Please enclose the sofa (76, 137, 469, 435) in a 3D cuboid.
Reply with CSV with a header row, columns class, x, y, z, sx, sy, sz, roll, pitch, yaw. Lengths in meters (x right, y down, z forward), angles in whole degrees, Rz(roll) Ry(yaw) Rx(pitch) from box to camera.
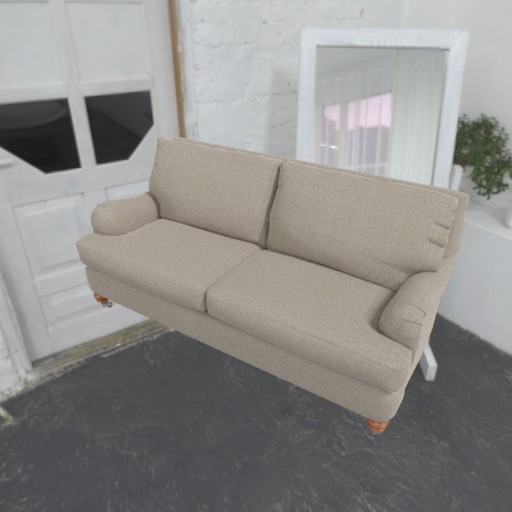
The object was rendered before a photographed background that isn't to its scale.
class,x,y,z,sx,sy,sz,roll,pitch,yaw
sofa,0.000,0.000,2.738,2.160,1.054,1.087,18,35,27
